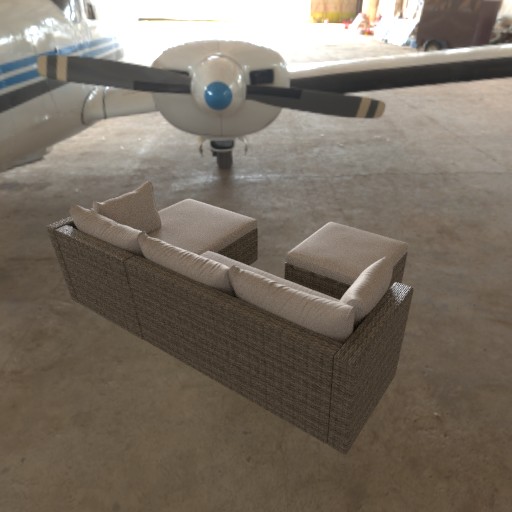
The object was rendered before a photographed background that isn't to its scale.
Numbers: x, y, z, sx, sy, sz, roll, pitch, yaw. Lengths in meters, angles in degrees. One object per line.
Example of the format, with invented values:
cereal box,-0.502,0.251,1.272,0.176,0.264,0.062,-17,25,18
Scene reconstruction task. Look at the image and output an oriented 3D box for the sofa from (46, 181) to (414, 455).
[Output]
sofa,0.000,0.000,3.036,2.192,0.766,1.662,20,35,31
